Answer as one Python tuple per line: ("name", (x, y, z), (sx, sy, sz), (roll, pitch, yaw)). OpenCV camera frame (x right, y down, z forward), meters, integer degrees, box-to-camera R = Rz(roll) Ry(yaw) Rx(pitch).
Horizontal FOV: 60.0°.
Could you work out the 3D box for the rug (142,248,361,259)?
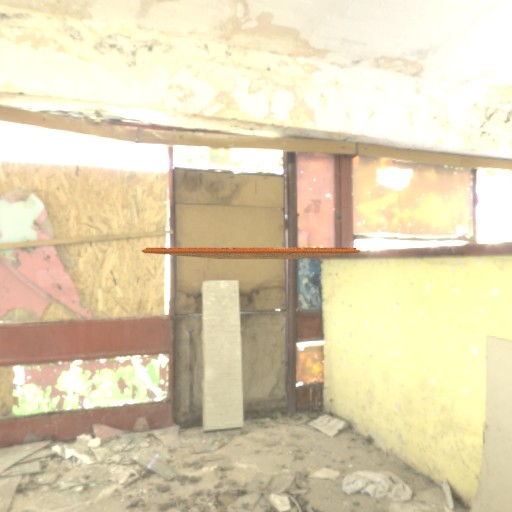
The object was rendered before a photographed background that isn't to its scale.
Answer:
("rug", (0.000, 0.000, 2.443), (0.651, 0.016, 2.274), (0, -1, 1))
